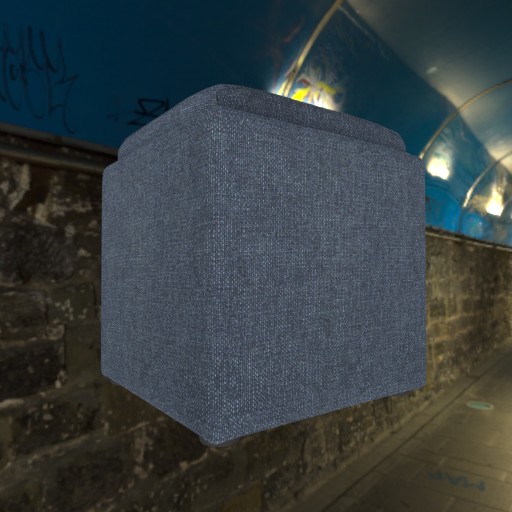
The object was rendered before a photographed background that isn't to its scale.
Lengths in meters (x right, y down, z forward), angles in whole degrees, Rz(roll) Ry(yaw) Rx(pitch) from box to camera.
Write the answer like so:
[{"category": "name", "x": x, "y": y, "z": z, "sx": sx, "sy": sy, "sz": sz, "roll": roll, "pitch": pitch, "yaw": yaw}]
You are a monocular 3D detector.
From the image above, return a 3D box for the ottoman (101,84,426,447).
[{"category": "ottoman", "x": 0.000, "y": 0.000, "z": 0.843, "sx": 0.454, "sy": 0.493, "sz": 0.436, "roll": 1, "pitch": -1, "yaw": -36}]
